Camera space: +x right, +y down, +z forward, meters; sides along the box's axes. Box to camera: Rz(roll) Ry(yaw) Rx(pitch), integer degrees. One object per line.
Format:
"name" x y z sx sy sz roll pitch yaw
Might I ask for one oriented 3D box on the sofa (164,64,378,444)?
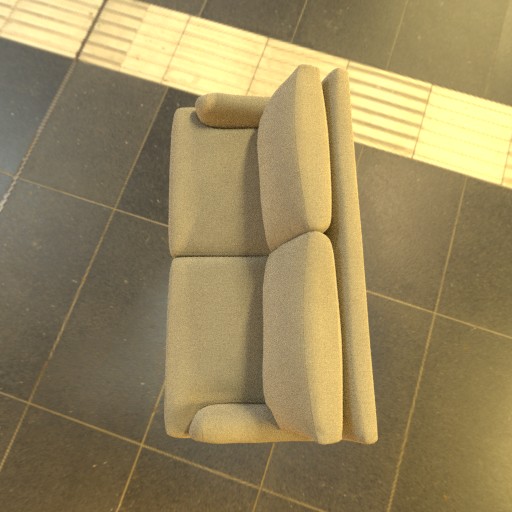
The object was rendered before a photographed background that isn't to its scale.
"sofa" 0.000 0.000 2.670 1.091 0.997 2.070 -1 76 0
